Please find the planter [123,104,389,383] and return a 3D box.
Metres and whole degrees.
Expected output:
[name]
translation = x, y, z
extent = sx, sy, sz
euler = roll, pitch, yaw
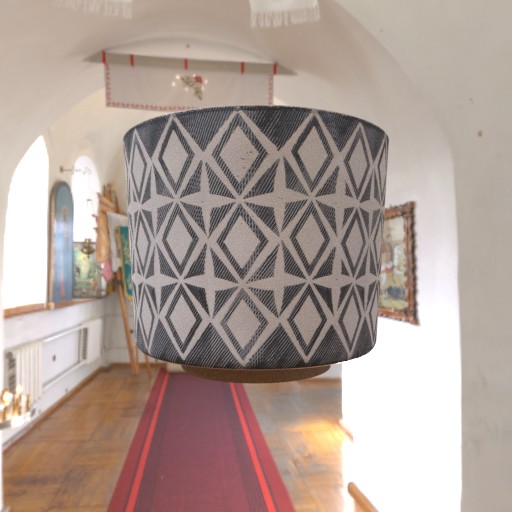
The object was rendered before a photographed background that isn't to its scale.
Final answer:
[planter]
translation = 0.000, 0.000, 0.452
extent = 0.260, 0.220, 0.260
euler = 0, -1, 0
